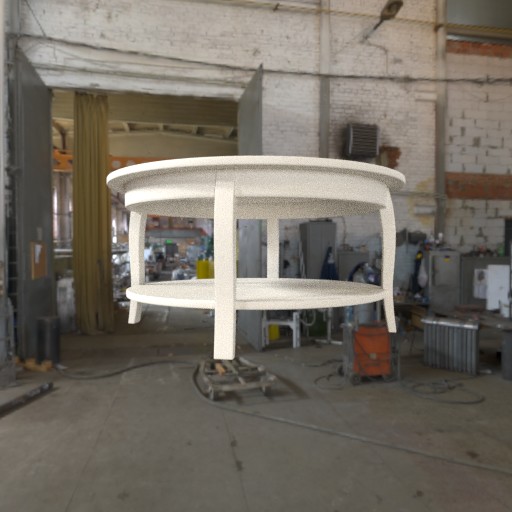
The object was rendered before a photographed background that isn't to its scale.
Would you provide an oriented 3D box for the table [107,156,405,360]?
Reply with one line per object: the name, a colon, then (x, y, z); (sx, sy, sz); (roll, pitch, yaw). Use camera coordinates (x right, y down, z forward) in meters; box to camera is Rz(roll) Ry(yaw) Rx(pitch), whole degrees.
table: (0.000, 0.000, 1.430); (0.910, 0.457, 0.910); (0, 1, 0)
